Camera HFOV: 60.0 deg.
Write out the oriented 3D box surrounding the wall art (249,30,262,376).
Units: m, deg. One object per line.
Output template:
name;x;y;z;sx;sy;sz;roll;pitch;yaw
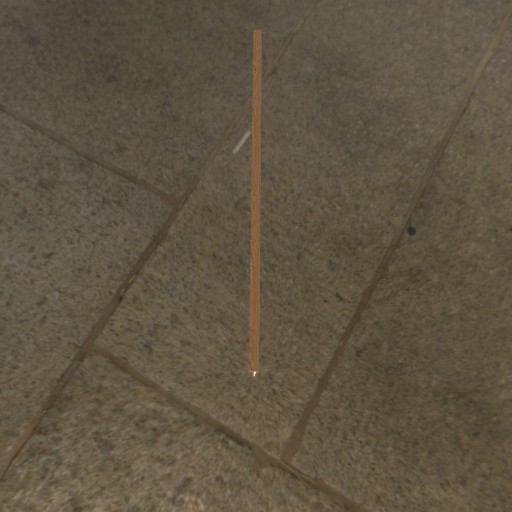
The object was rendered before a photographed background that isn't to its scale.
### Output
wall art;0.000;0.000;1.951;0.025;1.521;1.011;1;74;0
